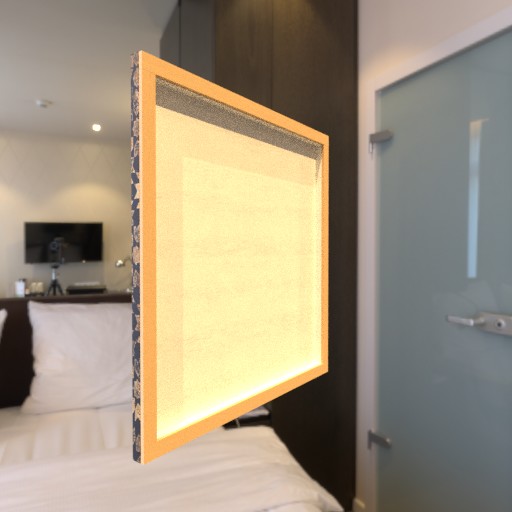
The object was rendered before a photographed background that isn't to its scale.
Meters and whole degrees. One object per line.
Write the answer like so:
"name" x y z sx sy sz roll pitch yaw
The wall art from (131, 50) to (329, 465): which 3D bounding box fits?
"wall art" 0.000 0.000 1.356 0.038 0.914 0.914 1 1 35
